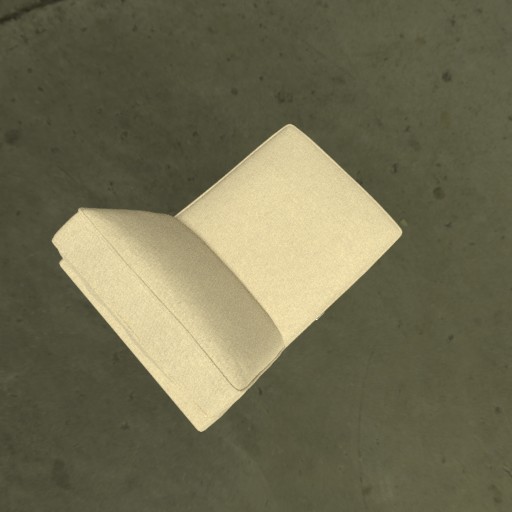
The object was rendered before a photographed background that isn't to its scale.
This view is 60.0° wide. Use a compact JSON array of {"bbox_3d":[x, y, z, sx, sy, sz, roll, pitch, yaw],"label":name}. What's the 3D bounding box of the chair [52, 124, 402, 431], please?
[{"bbox_3d":[0.000,0.000,1.552,0.938,0.970,0.621,-42,80,-9],"label":"chair"}]
